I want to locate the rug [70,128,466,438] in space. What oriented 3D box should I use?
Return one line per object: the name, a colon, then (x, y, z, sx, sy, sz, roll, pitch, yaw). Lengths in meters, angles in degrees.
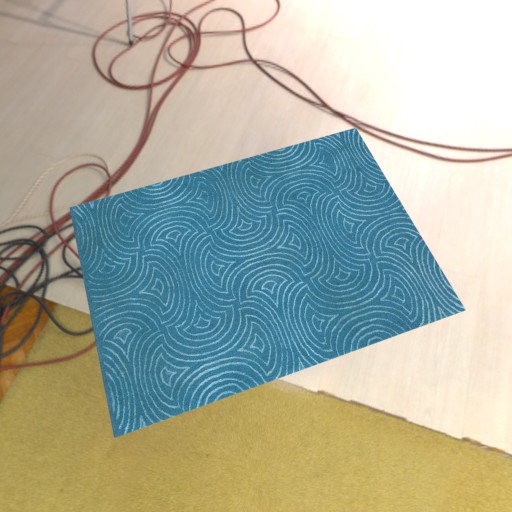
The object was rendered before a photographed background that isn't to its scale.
rug: (0.000, 0.000, 2.847, 2.144, 0.015, 1.543, -18, 64, -9)
